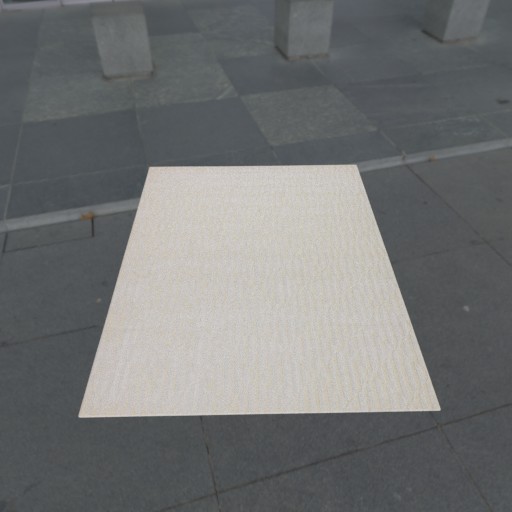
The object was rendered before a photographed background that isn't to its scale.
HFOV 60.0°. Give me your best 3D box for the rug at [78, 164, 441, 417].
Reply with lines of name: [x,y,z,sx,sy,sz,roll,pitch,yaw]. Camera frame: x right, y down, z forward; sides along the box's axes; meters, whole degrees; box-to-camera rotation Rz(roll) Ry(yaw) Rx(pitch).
rug: [0.000,0.000,4.051,2.410,0.021,3.055,-1,43,-1]
